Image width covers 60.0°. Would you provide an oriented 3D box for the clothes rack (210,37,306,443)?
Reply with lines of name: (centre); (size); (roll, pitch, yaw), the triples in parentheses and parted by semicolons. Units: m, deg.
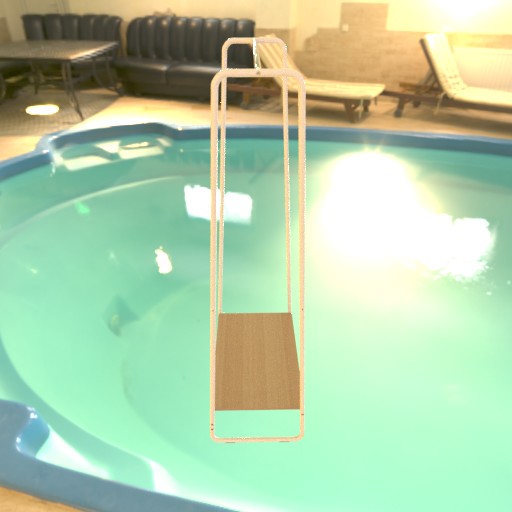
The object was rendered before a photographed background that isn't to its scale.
clothes rack: (0.000, 0.000, 1.766); (0.400, 1.500, 0.640); (-1, 33, -1)
